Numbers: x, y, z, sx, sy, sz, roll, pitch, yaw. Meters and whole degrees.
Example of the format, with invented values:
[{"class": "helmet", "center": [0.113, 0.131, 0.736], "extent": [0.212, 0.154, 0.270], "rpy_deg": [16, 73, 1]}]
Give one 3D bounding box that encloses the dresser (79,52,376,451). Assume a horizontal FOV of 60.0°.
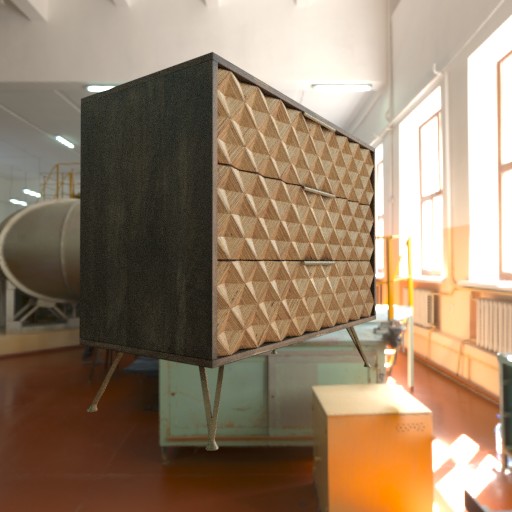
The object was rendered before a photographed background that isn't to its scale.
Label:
[{"class": "dresser", "center": [0.000, 0.000, 1.382], "extent": [0.453, 0.801, 0.923], "rpy_deg": [-1, -1, 35]}]
